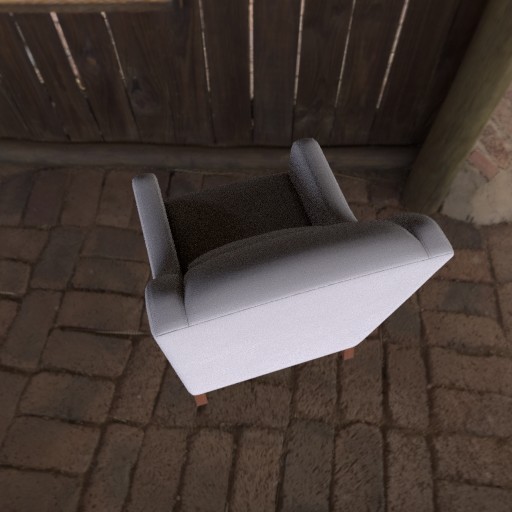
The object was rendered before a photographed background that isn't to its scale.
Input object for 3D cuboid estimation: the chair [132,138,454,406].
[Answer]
[{"bbox_3d":[0.000,0.000,1.577,0.715,1.010,0.863,-15,58,-10],"label":"chair"}]
